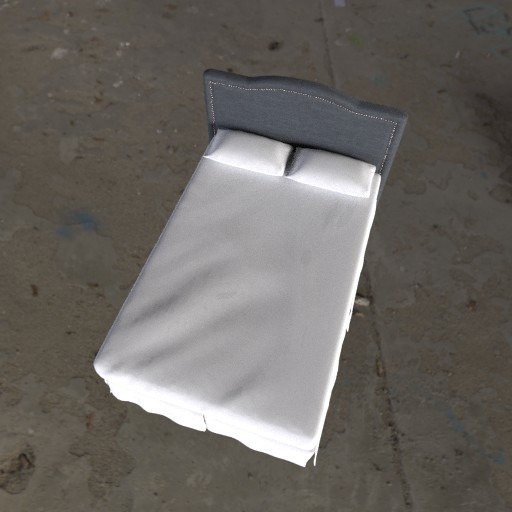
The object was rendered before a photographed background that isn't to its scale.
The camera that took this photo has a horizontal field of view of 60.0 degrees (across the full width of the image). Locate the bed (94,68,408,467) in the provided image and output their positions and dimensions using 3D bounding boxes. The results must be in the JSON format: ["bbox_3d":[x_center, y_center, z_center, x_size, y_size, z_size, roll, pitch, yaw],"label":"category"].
[{"bbox_3d":[0.000,0.000,3.464,1.747,1.441,2.507,16,60,9],"label":"bed"}]
